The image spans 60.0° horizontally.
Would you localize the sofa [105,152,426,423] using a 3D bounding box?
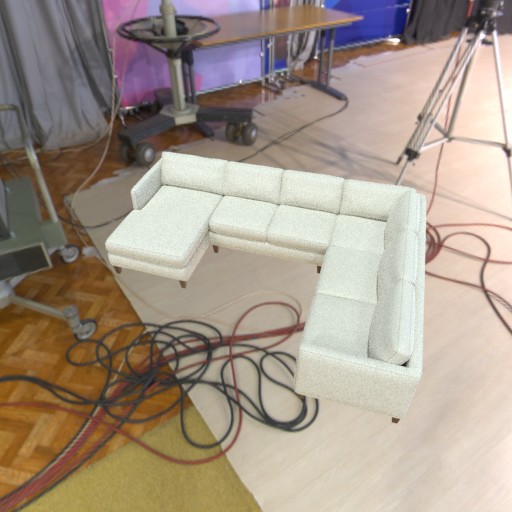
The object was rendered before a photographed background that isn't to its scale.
[{"bbox_3d":[0.000,0.000,4.569,3.238,0.853,2.551,11,42,13],"label":"sofa"}]
